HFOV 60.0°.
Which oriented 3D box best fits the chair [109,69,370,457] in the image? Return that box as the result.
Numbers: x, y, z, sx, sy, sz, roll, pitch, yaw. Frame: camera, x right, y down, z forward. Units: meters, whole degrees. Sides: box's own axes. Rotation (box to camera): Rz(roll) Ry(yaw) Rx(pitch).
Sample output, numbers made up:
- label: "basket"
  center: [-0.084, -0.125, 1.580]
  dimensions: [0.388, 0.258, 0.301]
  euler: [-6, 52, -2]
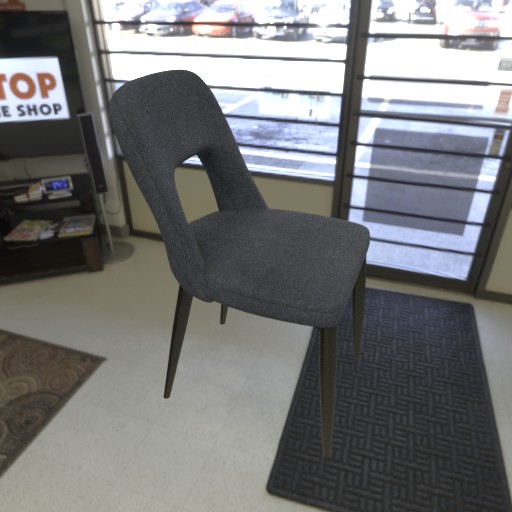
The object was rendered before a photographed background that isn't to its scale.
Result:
- label: "chair"
  center: [0.000, 0.000, 1.248]
  dimensions: [0.612, 0.931, 0.470]
  euler: [12, 33, 19]
